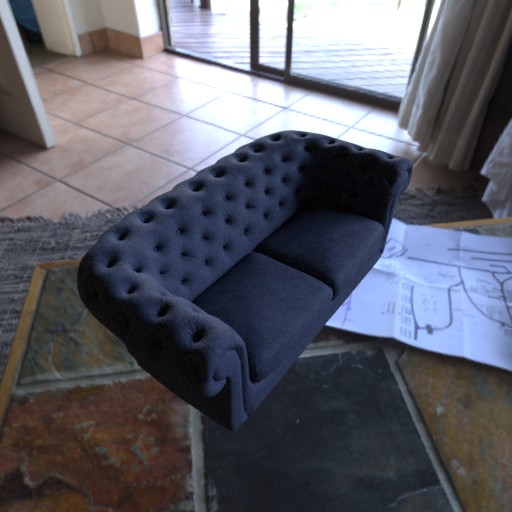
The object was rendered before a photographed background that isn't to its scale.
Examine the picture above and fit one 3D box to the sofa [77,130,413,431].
[{"bbox_3d":[0.000,0.000,2.626,1.082,0.833,1.988,26,47,27],"label":"sofa"}]
